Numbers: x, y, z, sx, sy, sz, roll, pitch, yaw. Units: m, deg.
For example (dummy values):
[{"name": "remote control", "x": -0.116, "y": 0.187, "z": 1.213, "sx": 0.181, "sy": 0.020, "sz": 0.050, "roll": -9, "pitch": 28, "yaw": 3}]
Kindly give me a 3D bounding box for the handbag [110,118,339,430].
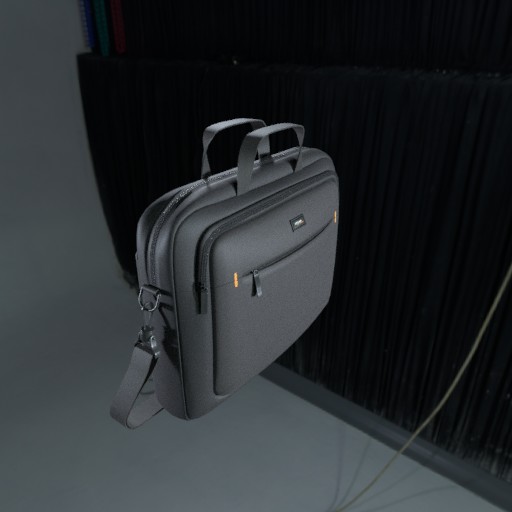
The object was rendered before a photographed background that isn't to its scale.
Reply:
[{"name": "handbag", "x": 0.000, "y": 0.000, "z": 0.581, "sx": 0.126, "sy": 0.330, "sz": 0.429, "roll": 18, "pitch": 31, "yaw": 32}]
